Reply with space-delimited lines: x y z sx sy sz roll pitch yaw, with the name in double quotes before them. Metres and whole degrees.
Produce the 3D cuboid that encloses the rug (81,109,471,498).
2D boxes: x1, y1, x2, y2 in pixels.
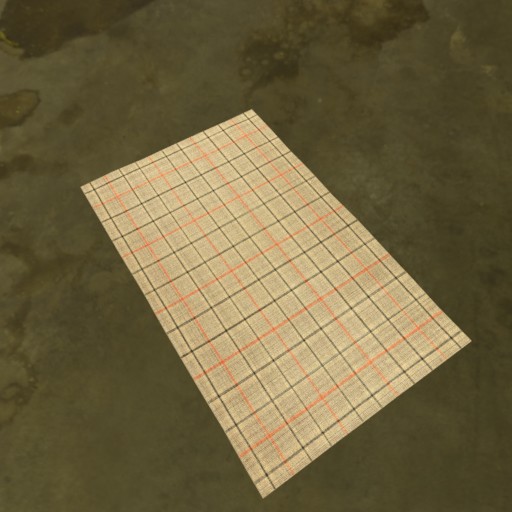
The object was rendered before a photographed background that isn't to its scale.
"rug" 0.000 0.000 2.993 1.524 0.015 2.439 -30 64 -16
